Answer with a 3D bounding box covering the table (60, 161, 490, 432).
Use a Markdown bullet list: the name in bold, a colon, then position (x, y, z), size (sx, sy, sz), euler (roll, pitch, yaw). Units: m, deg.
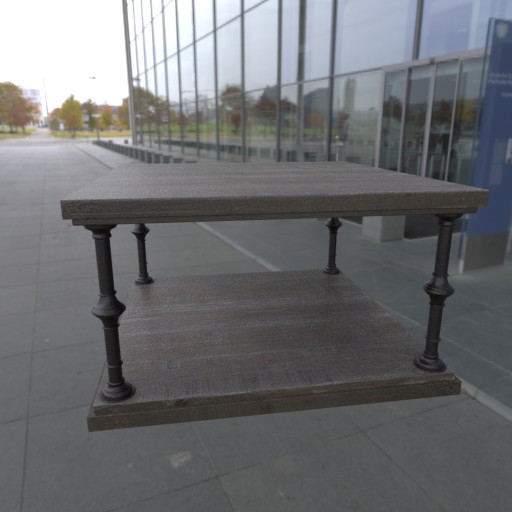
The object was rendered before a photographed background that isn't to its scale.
- **table**: position (0.000, 0.000, 1.089), size (0.696, 0.400, 0.696), euler (-3, 16, -9)
